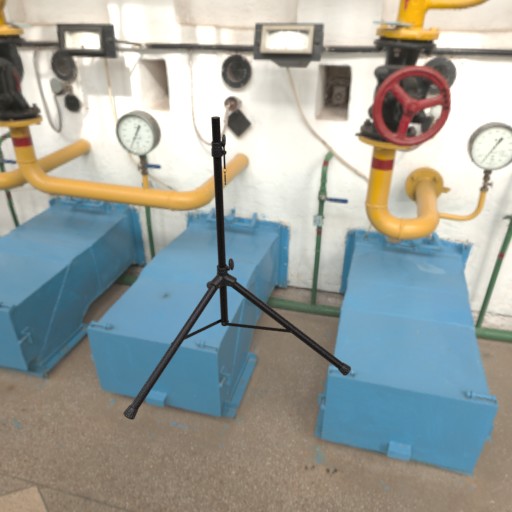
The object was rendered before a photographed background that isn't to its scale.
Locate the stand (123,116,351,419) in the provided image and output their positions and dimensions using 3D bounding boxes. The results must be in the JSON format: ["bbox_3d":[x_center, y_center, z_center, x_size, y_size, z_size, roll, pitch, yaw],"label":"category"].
[{"bbox_3d":[0.000,0.000,1.884,0.907,1.136,1.045,8,31,14],"label":"stand"}]
